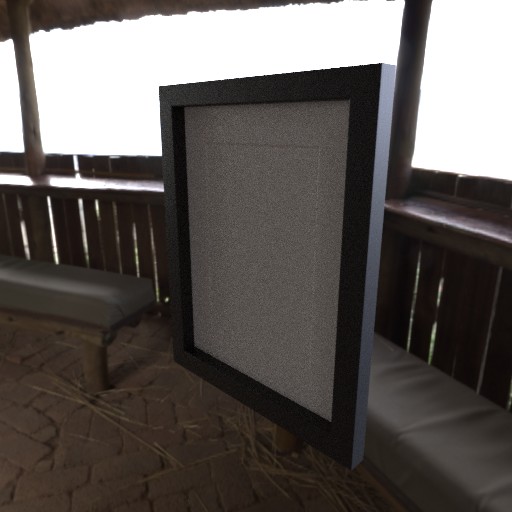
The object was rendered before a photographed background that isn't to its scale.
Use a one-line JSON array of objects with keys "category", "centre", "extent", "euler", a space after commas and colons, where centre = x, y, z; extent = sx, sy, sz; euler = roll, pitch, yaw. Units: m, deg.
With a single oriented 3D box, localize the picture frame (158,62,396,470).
[{"category": "picture frame", "centre": [0.000, 0.000, 0.510], "extent": [0.307, 0.383, 0.036], "euler": [16, 23, 42]}]
